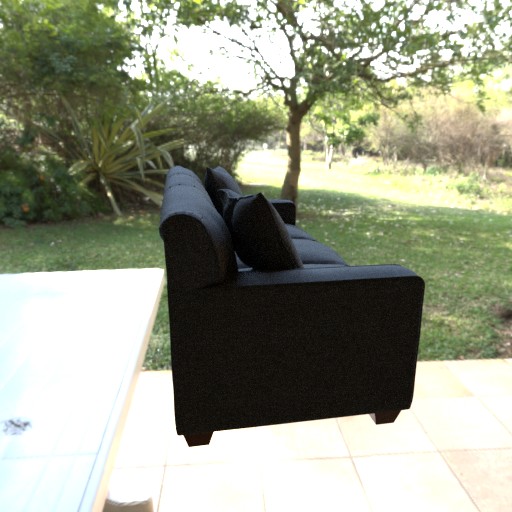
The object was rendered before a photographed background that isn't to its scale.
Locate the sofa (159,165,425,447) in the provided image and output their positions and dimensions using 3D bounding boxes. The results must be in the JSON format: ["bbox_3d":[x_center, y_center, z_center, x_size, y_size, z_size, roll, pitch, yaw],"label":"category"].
[{"bbox_3d":[0.000,0.000,2.556,0.997,0.958,2.024,-3,16,-10],"label":"sofa"}]
